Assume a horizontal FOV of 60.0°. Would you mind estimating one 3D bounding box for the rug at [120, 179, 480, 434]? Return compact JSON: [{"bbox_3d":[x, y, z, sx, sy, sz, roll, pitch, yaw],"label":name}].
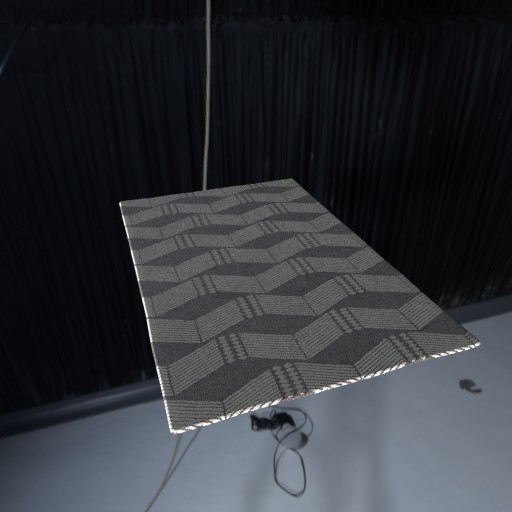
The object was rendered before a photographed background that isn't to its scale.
[{"bbox_3d":[0.000,0.000,2.280,1.210,0.016,1.833,-10,33,-17],"label":"rug"}]
